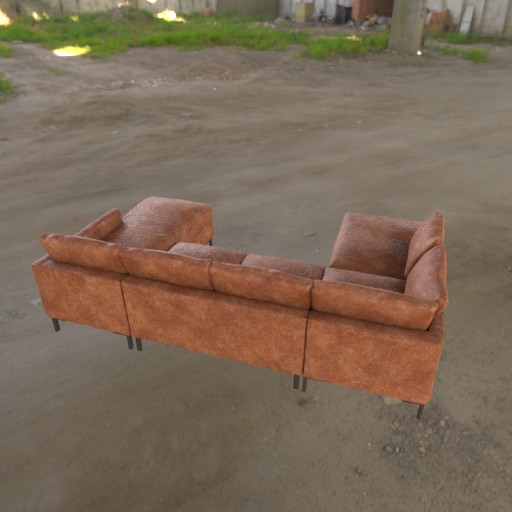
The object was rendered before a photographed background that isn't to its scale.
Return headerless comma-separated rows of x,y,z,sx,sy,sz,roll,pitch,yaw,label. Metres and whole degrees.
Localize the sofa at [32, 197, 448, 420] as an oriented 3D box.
0.000,0.000,3.824,2.956,0.900,1.939,9,32,15,sofa
